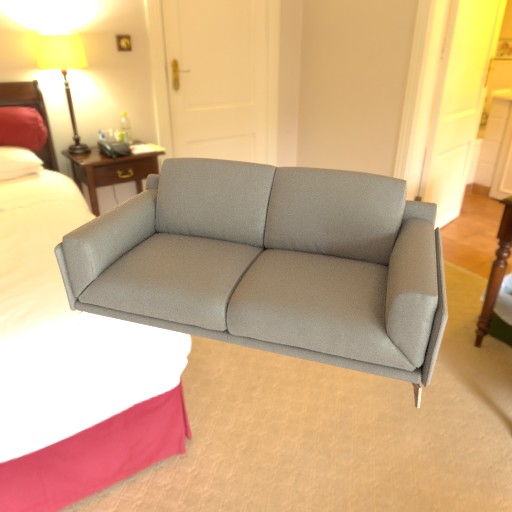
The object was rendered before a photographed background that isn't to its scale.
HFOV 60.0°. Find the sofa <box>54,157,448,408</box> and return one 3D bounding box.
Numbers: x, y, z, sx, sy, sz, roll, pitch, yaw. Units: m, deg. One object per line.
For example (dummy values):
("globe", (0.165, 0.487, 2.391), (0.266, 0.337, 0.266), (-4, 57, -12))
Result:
("sofa", (0.000, 0.000, 2.690), (2.101, 0.930, 1.049), (9, 28, 17))
